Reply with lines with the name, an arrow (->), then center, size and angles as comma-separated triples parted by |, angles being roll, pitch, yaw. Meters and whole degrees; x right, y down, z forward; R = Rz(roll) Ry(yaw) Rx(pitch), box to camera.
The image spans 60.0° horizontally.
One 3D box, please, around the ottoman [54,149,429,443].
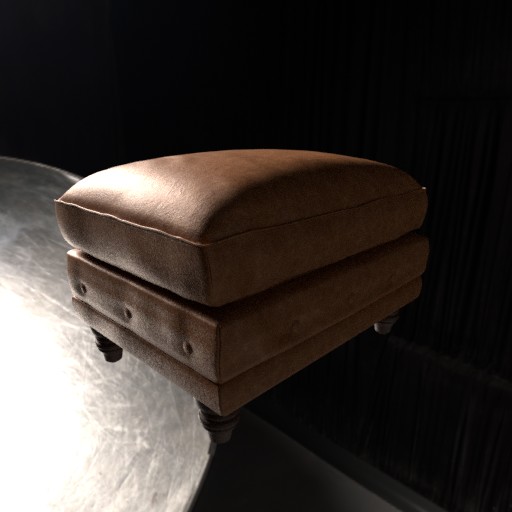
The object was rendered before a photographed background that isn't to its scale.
ottoman -> 0.000, 0.000, 1.046 | 0.533, 0.480, 0.710 | 17, 24, 42
